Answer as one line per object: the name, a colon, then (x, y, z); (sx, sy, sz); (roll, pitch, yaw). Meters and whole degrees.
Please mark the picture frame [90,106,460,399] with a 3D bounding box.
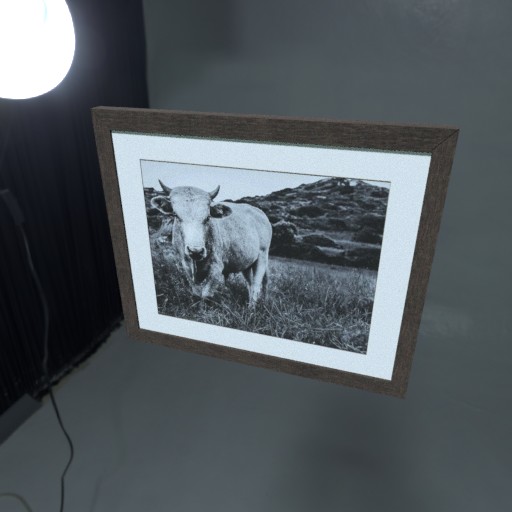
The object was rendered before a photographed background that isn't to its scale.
picture frame: (0.000, 0.000, 0.745); (0.546, 0.455, 0.026); (8, 28, 16)
